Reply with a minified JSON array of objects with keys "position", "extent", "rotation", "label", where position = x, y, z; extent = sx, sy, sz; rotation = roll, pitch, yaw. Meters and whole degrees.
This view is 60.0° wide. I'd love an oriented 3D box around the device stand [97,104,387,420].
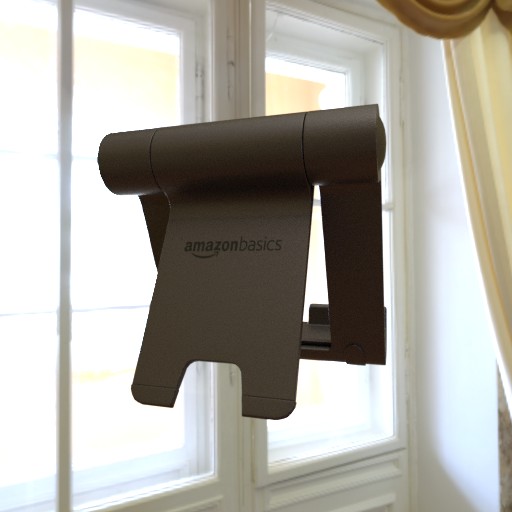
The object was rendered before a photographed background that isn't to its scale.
[{"position":[0.000,0.000,0.154],"extent":[0.088,0.084,0.079],"rotation":[0,-1,19],"label":"device stand"}]
